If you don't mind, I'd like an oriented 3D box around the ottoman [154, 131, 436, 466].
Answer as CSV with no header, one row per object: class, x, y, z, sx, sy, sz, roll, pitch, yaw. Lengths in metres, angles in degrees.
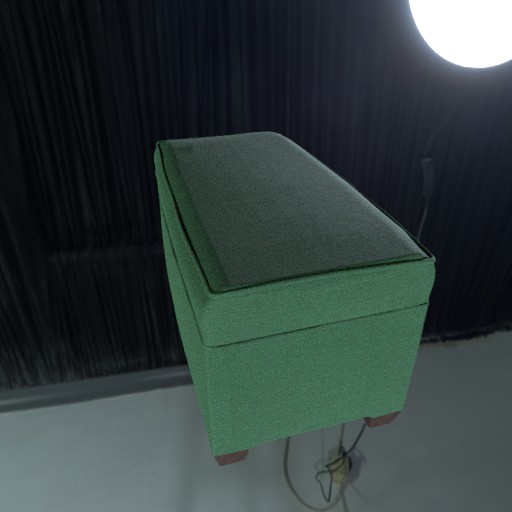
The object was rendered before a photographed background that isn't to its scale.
ottoman,0.000,0.000,1.236,0.483,0.471,0.957,-8,31,-14
